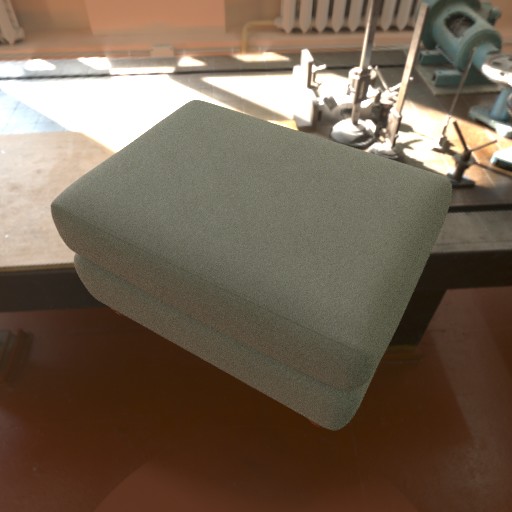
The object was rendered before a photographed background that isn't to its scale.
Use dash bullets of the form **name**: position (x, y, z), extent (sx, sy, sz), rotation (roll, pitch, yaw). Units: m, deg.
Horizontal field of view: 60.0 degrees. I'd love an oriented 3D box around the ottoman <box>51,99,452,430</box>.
- **ottoman**: position (0.000, 0.000, 1.143), extent (0.773, 0.504, 0.569), rotation (24, 52, 20)
